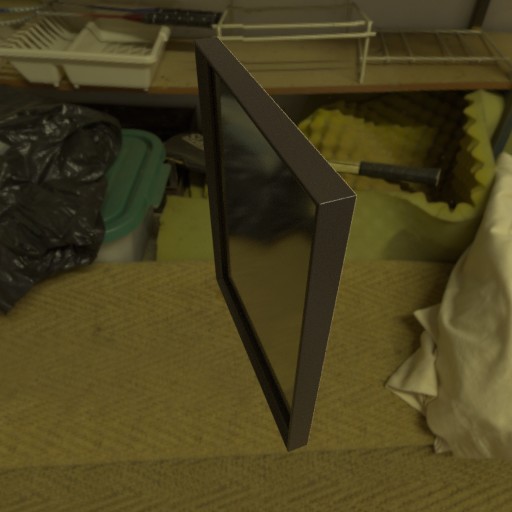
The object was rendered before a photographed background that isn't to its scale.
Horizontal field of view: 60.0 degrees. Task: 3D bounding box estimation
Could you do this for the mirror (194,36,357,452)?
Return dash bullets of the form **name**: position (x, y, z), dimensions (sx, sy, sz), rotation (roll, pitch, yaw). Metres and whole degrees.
- **mirror**: position (0.000, 0.000, 0.682), dimensions (0.041, 0.509, 0.406), rotation (-15, 47, -14)
